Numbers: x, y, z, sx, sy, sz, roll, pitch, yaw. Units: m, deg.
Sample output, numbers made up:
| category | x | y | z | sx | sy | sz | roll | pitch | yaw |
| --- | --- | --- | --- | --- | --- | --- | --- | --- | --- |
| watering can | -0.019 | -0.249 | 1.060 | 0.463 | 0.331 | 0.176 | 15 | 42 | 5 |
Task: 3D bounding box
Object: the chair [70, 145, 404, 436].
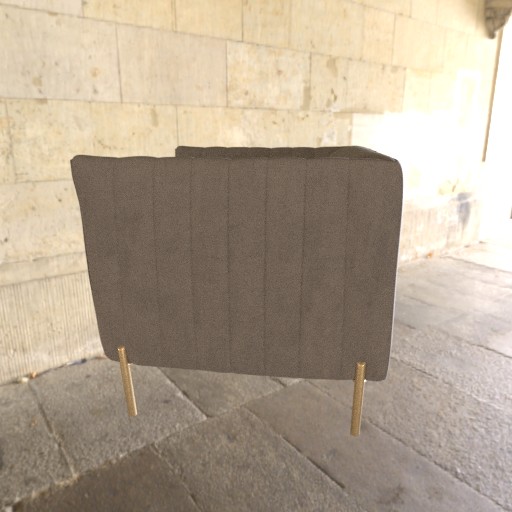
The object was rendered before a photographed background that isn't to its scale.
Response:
| category | x | y | z | sx | sy | sz | roll | pitch | yaw |
| --- | --- | --- | --- | --- | --- | --- | --- | --- | --- |
| chair | 0.000 | 0.000 | 1.632 | 0.873 | 0.779 | 0.981 | 2 | 16 | 8 |
